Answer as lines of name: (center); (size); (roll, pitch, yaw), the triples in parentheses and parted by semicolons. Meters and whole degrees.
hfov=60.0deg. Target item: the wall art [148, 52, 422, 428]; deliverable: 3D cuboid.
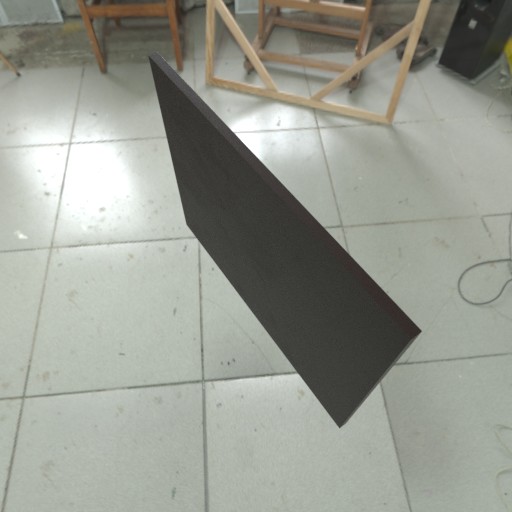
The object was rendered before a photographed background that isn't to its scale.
wall art: (0.000, 0.000, 1.613); (0.034, 0.952, 1.207); (-30, 63, -18)
